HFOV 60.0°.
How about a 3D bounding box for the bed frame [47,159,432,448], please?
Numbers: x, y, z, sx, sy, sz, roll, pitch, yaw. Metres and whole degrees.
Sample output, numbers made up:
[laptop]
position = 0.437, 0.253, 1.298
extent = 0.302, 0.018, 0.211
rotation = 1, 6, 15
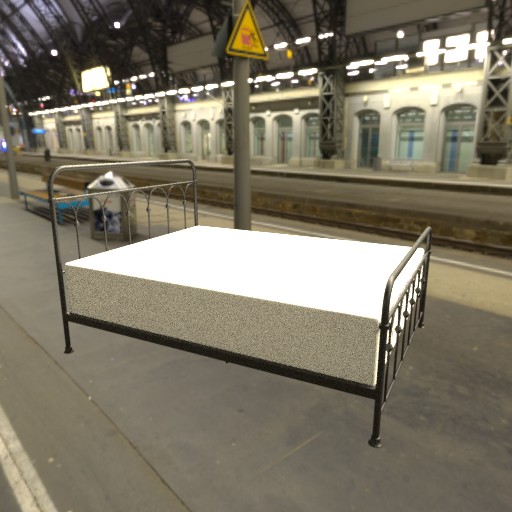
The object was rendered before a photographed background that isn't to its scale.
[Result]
[bed frame]
position = 0.000, 0.000, 3.168
extent = 2.203, 1.276, 1.664
rotation = 7, 16, 26
